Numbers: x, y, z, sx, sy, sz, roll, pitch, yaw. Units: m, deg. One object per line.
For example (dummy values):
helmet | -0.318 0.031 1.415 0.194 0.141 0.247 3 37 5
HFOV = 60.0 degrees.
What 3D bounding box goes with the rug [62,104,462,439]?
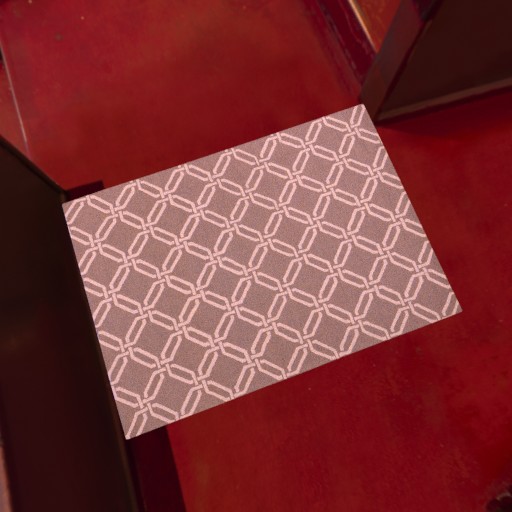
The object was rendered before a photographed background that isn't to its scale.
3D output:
rug | 0.000 0.000 4.467 3.419 0.020 2.441 -20 77 -5
